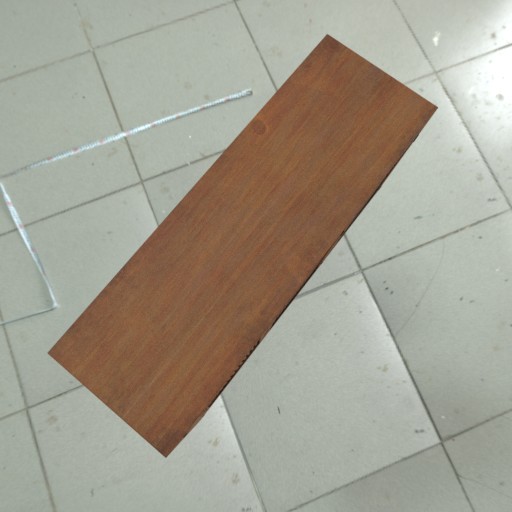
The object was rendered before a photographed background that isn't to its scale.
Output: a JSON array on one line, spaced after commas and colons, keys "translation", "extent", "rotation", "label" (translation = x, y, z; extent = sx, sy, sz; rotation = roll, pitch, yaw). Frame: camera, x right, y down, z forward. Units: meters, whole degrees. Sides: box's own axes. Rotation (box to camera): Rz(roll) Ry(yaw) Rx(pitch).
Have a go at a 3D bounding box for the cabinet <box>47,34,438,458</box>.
[{"translation": [0.000, 0.000, 1.598], "extent": [0.403, 0.805, 1.204], "rotation": [38, 80, 8], "label": "cabinet"}]
